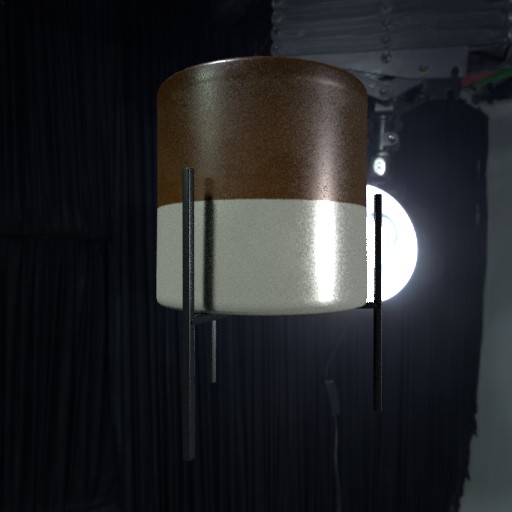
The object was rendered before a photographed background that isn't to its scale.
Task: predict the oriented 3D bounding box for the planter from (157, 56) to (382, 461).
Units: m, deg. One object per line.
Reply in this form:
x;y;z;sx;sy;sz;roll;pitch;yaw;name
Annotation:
0.000;0.000;0.542;0.255;0.375;0.269;0;1;-32;planter
